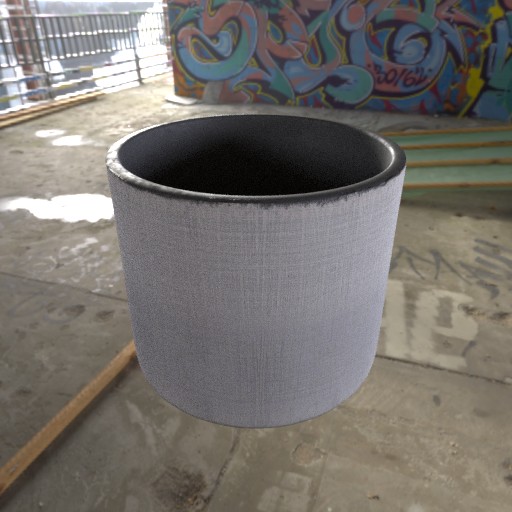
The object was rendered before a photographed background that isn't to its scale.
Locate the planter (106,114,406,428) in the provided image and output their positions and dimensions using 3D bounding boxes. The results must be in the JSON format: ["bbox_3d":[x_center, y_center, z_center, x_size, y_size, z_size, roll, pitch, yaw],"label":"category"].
[{"bbox_3d":[0.000,0.000,0.435,0.254,0.221,0.254,0,30,0],"label":"planter"}]
